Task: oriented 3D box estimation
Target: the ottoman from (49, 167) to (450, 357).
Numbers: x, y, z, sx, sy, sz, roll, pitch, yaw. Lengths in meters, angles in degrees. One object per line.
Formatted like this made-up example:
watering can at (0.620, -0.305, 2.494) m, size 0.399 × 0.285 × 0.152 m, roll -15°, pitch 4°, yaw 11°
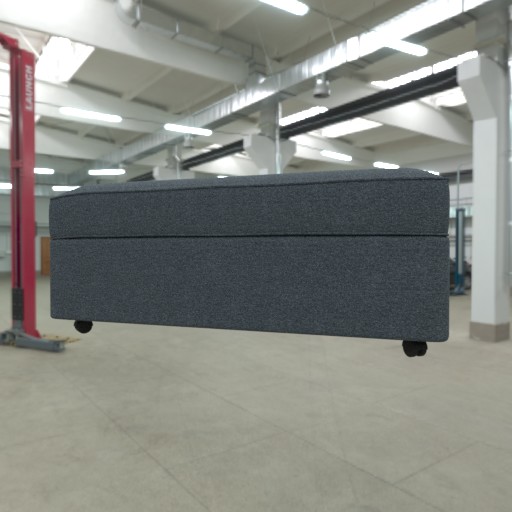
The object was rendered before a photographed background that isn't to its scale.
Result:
ottoman at (0.000, 0.000, 1.519) m, size 1.173 × 0.494 × 0.681 m, roll 0°, pitch 1°, yaw 18°
